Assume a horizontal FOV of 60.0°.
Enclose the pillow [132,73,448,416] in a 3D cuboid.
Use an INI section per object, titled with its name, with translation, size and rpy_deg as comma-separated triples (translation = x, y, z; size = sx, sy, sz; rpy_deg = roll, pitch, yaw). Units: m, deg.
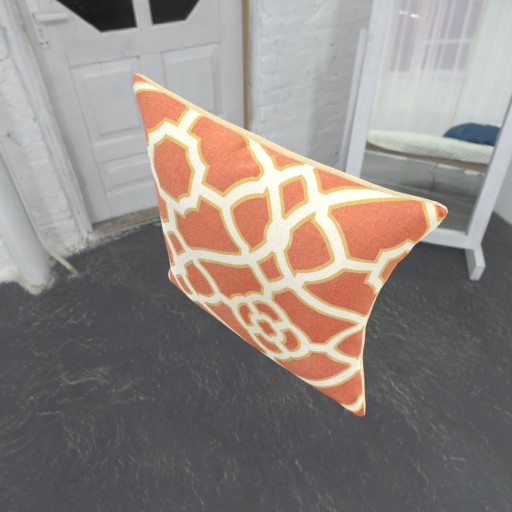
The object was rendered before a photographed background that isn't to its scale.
[pillow]
translation = 0.000, 0.000, 0.795
size = 0.552, 0.508, 0.166
rpy_deg = 31, 53, 27
